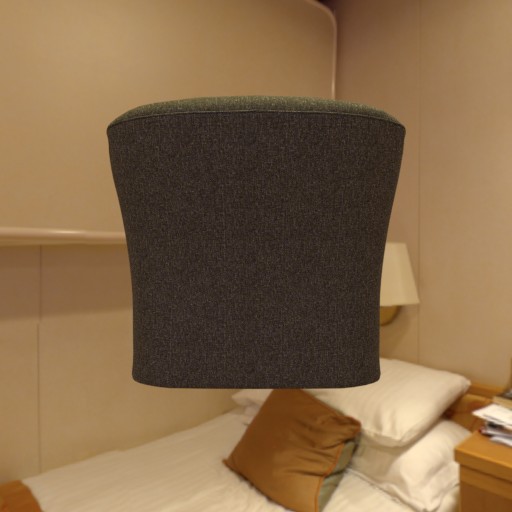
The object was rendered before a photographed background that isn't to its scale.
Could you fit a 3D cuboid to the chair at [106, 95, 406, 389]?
[{"bbox_3d":[0.000,0.000,1.589,0.864,0.856,0.923,0,1,0],"label":"chair"}]
